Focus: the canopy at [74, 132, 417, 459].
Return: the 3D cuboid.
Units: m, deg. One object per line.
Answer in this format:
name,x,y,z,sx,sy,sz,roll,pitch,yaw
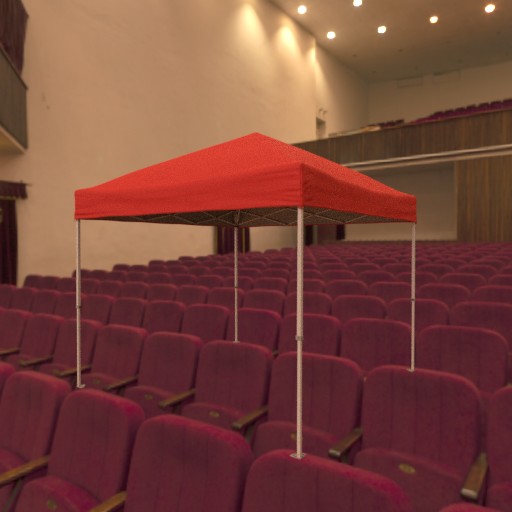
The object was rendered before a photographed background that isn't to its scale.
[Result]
canopy,0.000,0.000,5.403,2.998,2.997,2.996,1,2,36
